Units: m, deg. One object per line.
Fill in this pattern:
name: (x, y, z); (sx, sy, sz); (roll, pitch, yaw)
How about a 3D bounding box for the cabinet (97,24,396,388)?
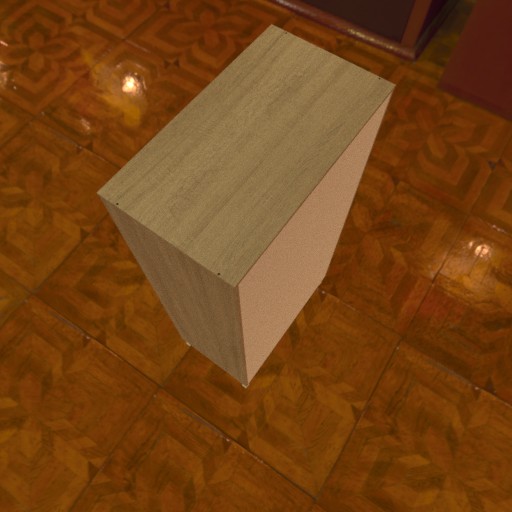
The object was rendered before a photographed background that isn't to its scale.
cabinet: (0.000, 0.000, 2.468); (0.571, 1.999, 1.006); (33, 69, 14)
